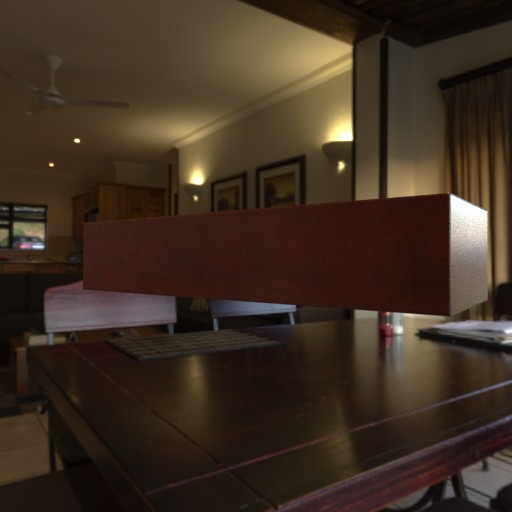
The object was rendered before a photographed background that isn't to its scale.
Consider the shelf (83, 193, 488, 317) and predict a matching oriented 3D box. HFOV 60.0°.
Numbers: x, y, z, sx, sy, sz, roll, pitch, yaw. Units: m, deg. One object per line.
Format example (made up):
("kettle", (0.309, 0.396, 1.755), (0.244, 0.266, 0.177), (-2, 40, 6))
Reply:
("shelf", (0.000, 0.000, 0.513), (0.457, 0.088, 0.152), (0, 0, 36))
